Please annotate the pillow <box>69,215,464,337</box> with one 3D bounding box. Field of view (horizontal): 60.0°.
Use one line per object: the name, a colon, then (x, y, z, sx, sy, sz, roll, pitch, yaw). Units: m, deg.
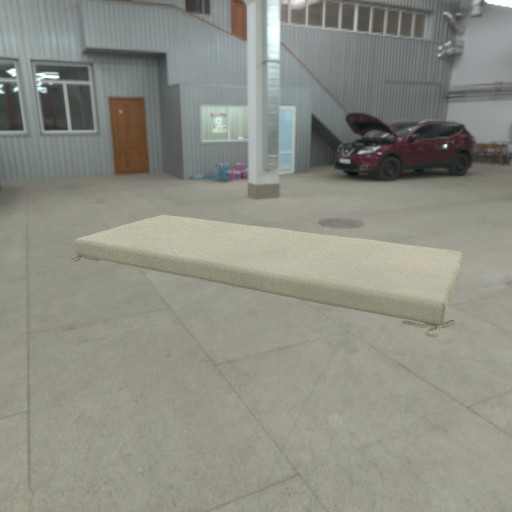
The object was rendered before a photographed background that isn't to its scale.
pillow: (0.000, 0.000, 1.378, 1.187, 0.081, 0.492, 9, 19, 27)
